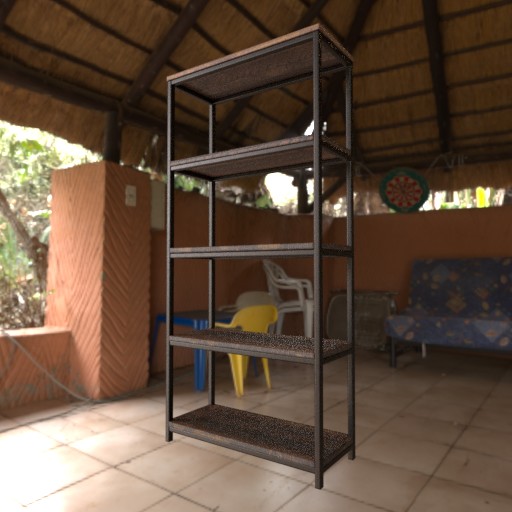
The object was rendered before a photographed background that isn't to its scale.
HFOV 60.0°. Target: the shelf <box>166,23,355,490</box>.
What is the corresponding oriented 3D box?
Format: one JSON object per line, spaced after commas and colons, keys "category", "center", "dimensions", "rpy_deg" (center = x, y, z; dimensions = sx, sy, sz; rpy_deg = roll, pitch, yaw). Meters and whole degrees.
{"category": "shelf", "center": [0.000, 0.000, 2.161], "dimensions": [0.874, 1.860, 0.359], "rpy_deg": [-1, -2, 35]}
